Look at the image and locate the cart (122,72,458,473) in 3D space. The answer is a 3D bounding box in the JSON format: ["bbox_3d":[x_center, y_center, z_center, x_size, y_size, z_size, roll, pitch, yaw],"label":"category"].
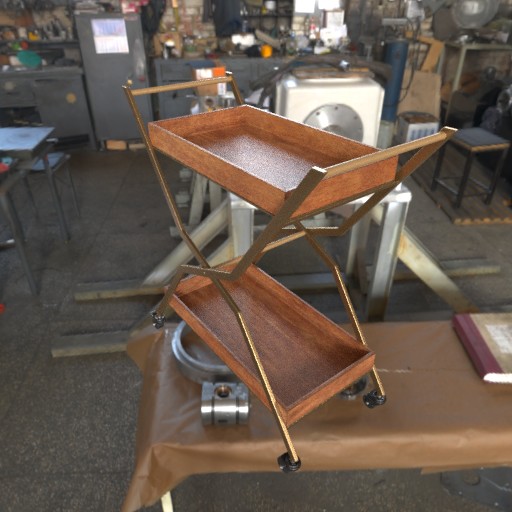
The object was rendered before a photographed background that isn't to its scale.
[{"bbox_3d":[0.000,0.000,1.296,0.405,0.869,0.836,-22,39,-31],"label":"cart"}]
